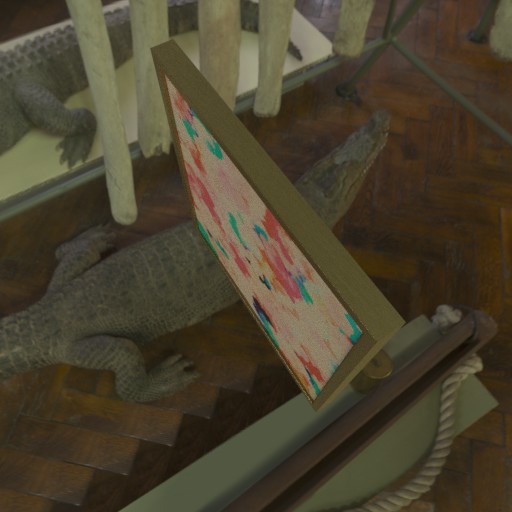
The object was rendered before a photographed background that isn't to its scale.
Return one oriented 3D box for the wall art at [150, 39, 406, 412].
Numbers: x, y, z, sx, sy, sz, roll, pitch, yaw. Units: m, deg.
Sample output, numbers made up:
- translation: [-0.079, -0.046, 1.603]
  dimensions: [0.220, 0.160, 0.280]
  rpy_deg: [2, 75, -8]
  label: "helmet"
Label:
- translation: [0.000, 0.000, 0.770]
  dimensions: [0.037, 0.509, 0.510]
  rpy_deg: [-29, 67, -14]
  label: "wall art"
